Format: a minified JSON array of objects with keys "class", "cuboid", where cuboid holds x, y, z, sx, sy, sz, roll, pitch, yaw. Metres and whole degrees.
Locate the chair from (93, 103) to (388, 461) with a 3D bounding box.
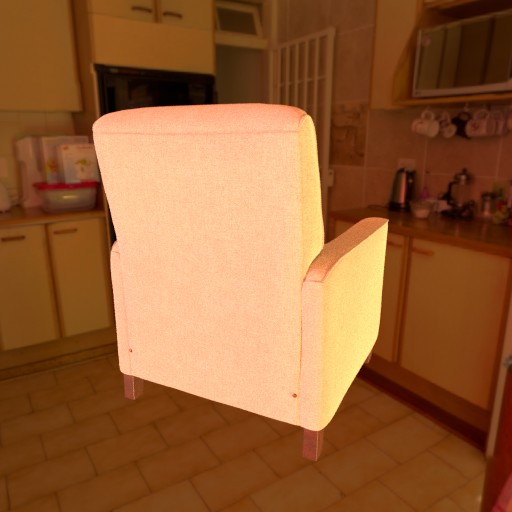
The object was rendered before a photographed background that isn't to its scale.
[{"class":"chair","cuboid":[0.000,0.000,1.652,0.845,1.023,0.859,7,17,26]}]
